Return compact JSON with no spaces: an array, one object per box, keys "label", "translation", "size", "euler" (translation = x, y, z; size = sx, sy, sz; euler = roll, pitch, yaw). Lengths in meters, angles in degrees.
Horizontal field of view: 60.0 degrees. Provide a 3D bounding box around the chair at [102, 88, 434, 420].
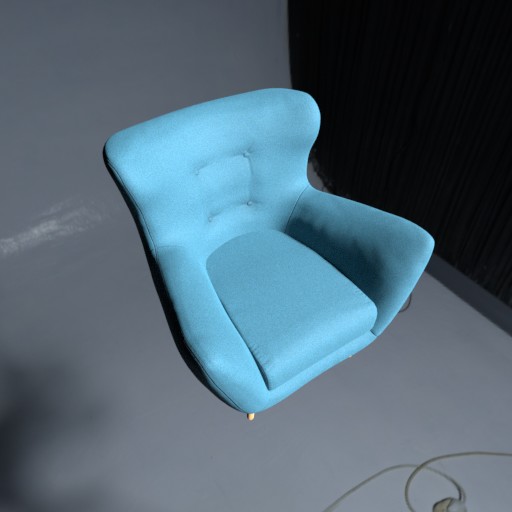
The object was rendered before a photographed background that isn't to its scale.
[{"label":"chair","translation":[0.000,0.000,1.647],"size":[0.890,0.889,0.889],"euler":[-25,50,-23]}]
